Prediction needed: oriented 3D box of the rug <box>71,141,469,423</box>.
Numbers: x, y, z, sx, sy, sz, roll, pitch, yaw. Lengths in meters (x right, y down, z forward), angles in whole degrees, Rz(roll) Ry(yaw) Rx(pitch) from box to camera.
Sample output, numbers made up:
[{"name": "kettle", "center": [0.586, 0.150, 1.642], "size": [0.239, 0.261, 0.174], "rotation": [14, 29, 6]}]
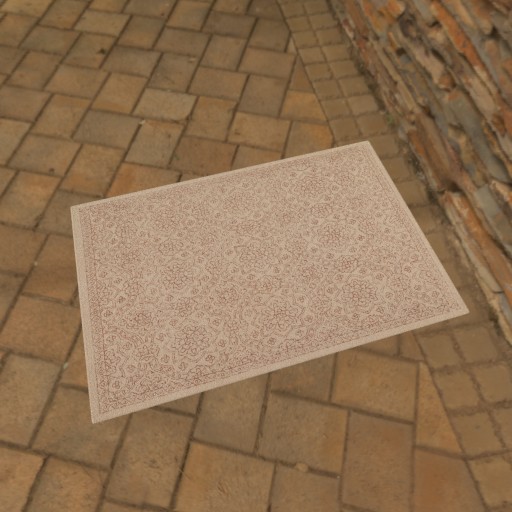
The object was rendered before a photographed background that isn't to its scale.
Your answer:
[{"name": "rug", "center": [0.000, 0.000, 2.339], "size": [1.829, 0.010, 1.219], "rotation": [-14, 60, -8]}]
